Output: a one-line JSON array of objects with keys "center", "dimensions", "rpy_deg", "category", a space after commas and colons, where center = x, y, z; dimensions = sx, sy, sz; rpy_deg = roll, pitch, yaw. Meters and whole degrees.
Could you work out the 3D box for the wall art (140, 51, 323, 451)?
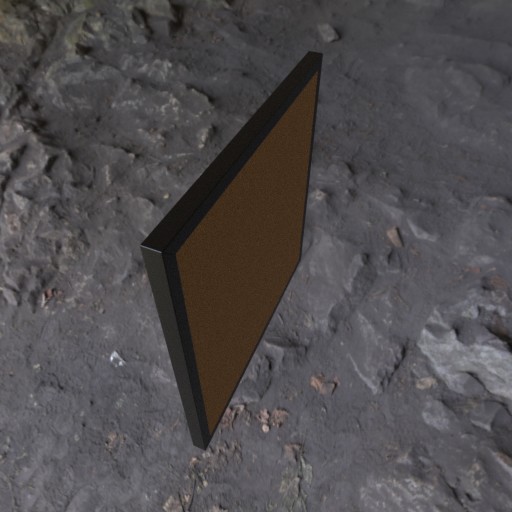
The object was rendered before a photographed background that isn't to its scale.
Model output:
[{"center": [0.000, 0.000, 1.159], "dimensions": [0.038, 0.765, 0.765], "rpy_deg": [17, 49, 16], "category": "wall art"}]
